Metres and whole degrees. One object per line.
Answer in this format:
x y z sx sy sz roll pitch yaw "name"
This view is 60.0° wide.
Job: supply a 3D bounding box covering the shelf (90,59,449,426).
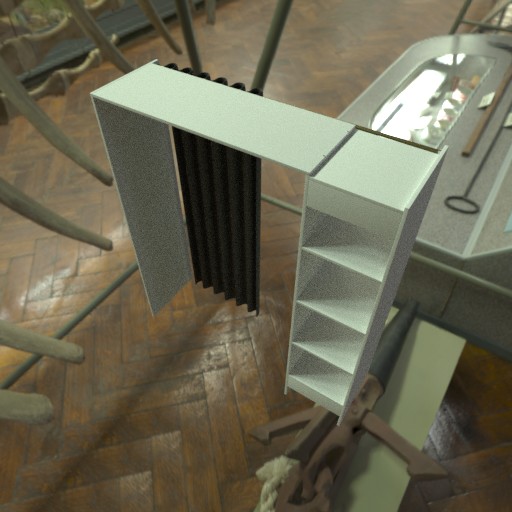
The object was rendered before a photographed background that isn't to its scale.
0.000 0.000 2.642 1.600 1.810 0.500 25 51 22 "shelf"
